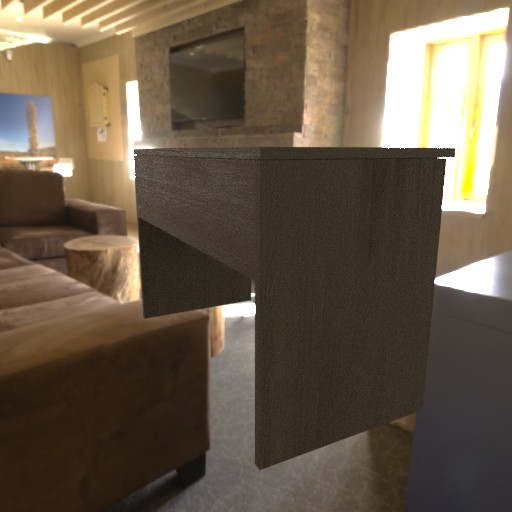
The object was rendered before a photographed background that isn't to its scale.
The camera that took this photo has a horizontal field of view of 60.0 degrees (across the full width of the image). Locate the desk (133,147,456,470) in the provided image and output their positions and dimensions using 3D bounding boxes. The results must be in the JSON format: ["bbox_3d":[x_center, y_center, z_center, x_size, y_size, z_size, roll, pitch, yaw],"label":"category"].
[{"bbox_3d":[0.000,0.000,1.543,0.557,0.729,1.099,-7,15,-27],"label":"desk"}]
